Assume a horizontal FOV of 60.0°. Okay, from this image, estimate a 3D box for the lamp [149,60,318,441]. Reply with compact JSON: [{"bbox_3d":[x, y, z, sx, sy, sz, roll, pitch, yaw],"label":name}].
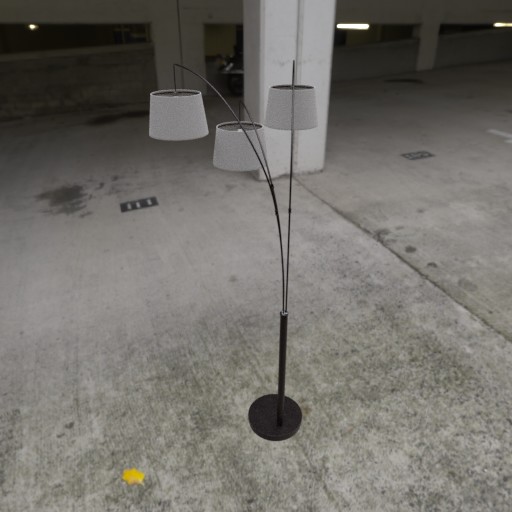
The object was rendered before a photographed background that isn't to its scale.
[{"bbox_3d":[0.000,0.000,2.474,0.951,1.950,0.924,-10,29,-17],"label":"lamp"}]
